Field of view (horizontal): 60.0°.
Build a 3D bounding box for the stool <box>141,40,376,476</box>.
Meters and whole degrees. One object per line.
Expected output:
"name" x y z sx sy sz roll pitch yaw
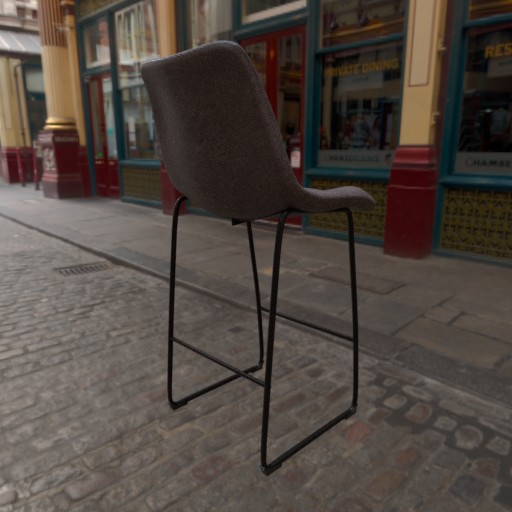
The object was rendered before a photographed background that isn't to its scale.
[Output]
"stool" 0.000 0.000 1.351 0.561 1.082 0.514 -13 18 -43
